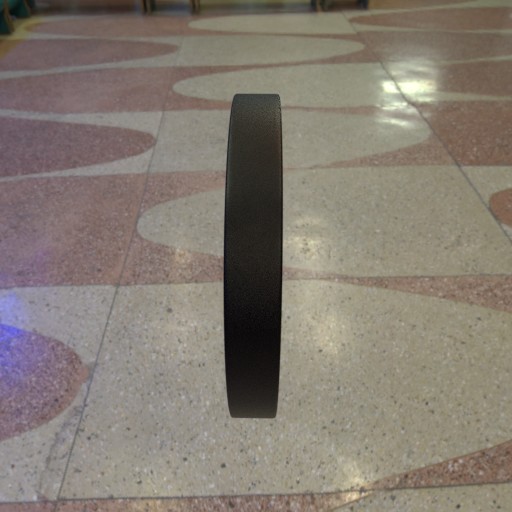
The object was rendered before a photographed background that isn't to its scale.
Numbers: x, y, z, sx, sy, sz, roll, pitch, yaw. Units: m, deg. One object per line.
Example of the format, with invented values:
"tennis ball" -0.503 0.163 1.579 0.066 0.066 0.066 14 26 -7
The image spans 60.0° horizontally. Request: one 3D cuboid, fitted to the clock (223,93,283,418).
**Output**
"clock" 0.000 0.000 0.456 0.040 0.314 0.314 1 42 1
